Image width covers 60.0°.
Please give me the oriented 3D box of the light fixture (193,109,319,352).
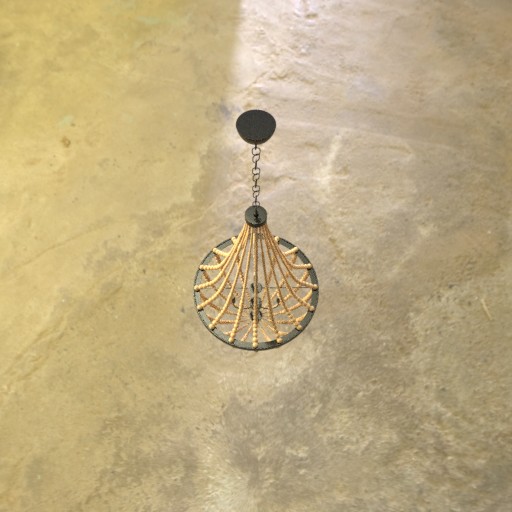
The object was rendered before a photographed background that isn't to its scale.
[{"bbox_3d":[0.000,0.000,1.364,0.450,1.133,0.450,0,63,0],"label":"light fixture"}]
